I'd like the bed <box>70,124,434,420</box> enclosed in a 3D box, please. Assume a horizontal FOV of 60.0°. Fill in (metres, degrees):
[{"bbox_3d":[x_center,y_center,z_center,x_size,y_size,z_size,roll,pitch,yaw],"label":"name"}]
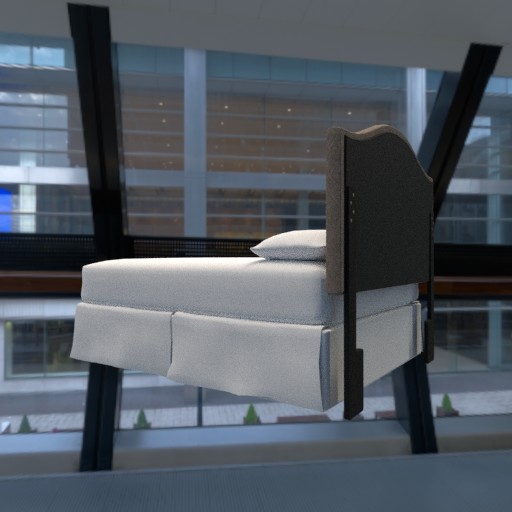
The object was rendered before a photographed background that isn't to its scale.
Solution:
[{"bbox_3d":[0.000,0.000,3.277,2.153,1.518,1.713,0,0,36],"label":"bed"}]
